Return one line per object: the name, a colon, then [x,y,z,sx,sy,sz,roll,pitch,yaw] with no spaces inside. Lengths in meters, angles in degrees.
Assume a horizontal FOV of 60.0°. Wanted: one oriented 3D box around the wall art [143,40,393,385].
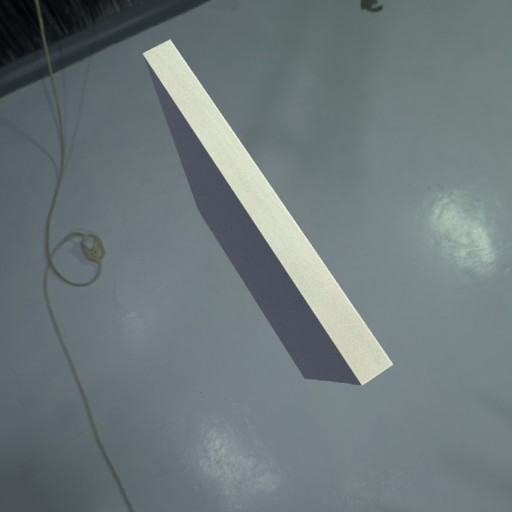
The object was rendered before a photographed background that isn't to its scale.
wall art: [0.000,0.000,0.714,0.037,0.511,0.435,-31,77,-8]
